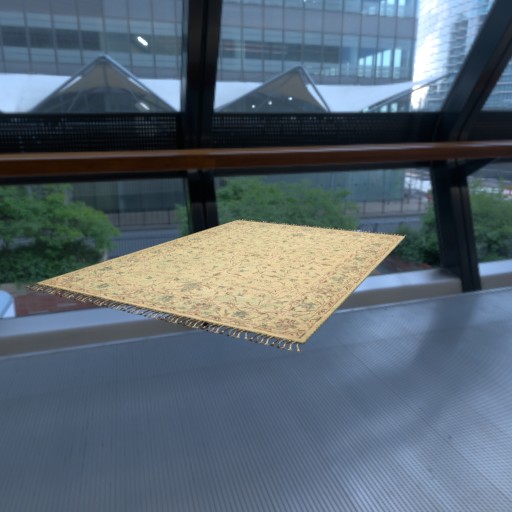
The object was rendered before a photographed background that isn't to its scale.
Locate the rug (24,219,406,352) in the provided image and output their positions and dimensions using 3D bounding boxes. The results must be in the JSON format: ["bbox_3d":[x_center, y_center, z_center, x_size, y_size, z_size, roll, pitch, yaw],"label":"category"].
[{"bbox_3d":[0.000,0.000,2.326,1.247,0.008,1.802,8,17,27],"label":"rug"}]
